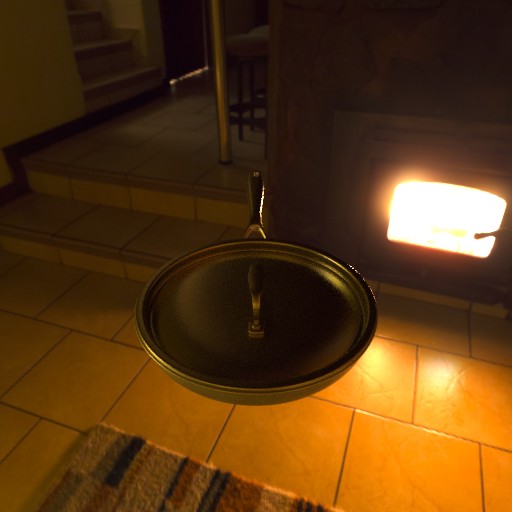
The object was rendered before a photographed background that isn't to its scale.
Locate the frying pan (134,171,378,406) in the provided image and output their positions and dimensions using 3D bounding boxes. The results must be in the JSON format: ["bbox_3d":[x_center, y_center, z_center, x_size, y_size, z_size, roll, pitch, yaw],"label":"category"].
[{"bbox_3d":[0.000,0.000,0.605,0.272,0.086,0.490,0,32,0],"label":"frying pan"}]
